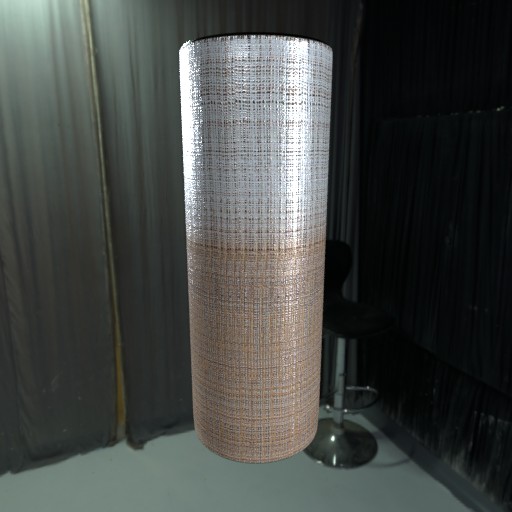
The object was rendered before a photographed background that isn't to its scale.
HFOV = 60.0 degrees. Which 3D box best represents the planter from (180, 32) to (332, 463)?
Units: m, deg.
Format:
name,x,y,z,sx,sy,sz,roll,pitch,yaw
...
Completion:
name,x,y,z,sx,sy,sz,roll,pitch,yaw
planter,0.000,0.000,0.323,0.099,0.278,0.099,-7,16,-25
